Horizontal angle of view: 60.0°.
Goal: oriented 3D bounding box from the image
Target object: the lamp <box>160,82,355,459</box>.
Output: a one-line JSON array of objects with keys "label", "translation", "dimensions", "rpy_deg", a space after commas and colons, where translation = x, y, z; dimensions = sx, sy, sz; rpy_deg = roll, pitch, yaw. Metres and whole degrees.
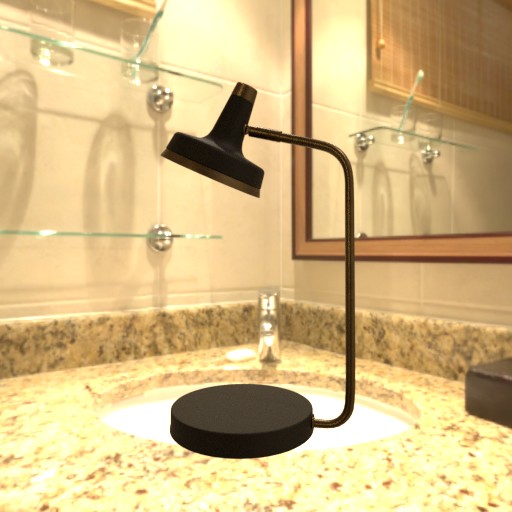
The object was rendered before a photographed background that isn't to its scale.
[{"label": "lamp", "translation": [0.000, 0.000, 0.494], "dimensions": [0.218, 0.385, 0.162], "rpy_deg": [0, 1, 17]}]
